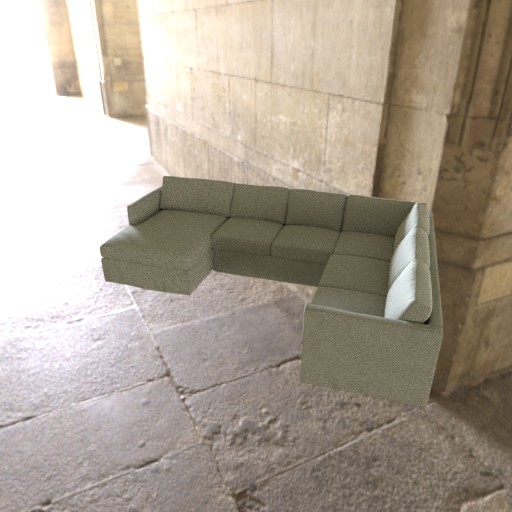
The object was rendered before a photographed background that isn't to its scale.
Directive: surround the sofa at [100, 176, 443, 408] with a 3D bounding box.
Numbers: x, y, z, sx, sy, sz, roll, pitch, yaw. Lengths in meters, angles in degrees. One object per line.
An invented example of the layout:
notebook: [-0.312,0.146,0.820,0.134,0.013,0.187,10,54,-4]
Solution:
sofa: [0.000,0.000,4.578,3.434,0.869,2.440,8,28,16]
